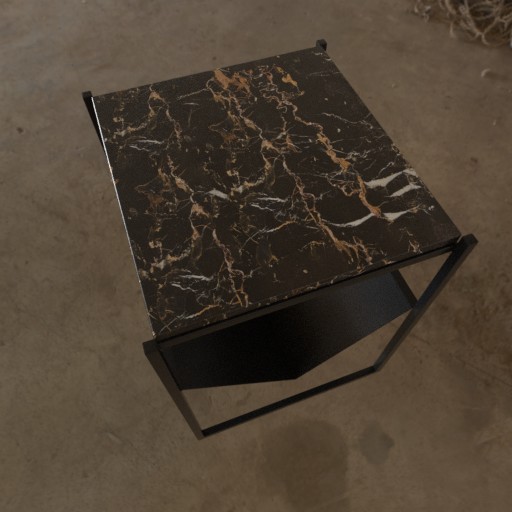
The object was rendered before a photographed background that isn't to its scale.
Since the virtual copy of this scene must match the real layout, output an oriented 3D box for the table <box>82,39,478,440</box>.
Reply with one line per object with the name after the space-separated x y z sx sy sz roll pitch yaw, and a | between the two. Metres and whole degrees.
0.000 0.000 0.866 0.432 0.534 0.469 -17 60 -11 | table
